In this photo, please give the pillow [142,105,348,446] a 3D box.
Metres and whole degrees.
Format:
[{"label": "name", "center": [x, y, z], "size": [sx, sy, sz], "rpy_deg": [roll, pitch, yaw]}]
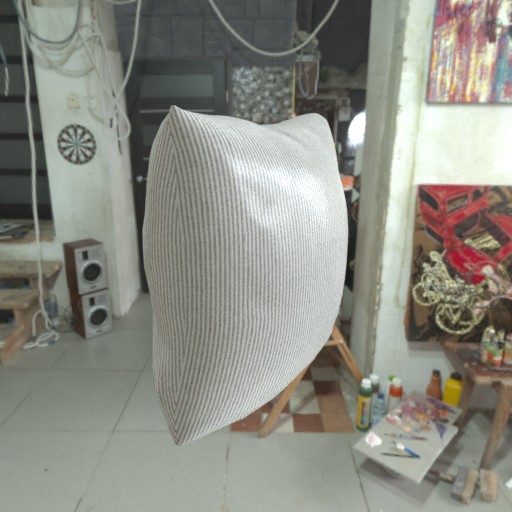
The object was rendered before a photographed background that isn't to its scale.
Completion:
[{"label": "pillow", "center": [0.000, 0.000, 0.689], "size": [0.387, 0.432, 0.310], "rpy_deg": [-9, 18, -28]}]
